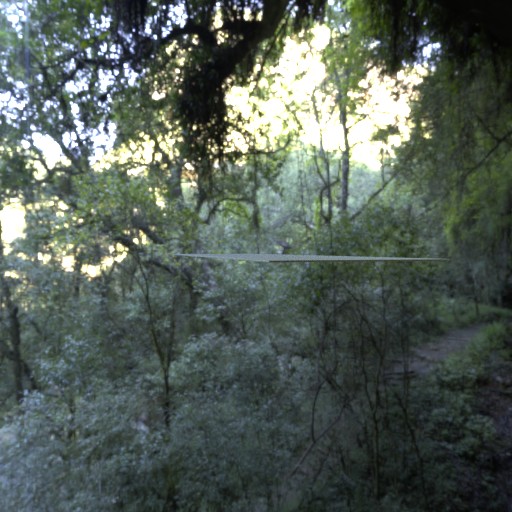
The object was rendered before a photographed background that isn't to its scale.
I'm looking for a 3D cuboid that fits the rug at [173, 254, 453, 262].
[{"bbox_3d":[0.000,0.000,2.615,0.686,0.006,2.437,0,1,-18],"label":"rug"}]
